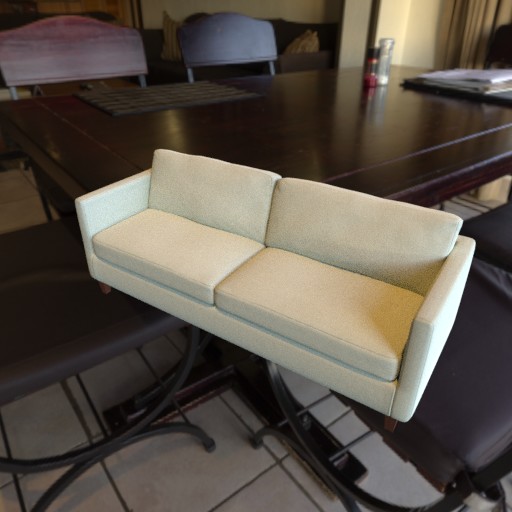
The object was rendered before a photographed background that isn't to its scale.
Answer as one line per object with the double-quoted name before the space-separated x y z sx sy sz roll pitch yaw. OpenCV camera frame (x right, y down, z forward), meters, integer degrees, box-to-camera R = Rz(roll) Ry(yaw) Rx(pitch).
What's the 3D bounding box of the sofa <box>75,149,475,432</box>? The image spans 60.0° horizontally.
"sofa" 0.000 0.000 2.912 2.434 0.965 0.948 19 36 28
